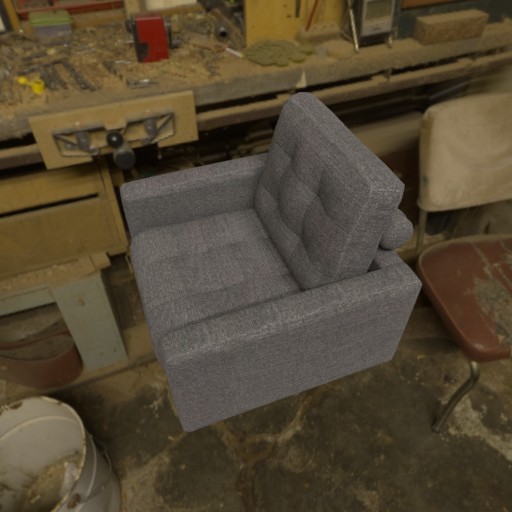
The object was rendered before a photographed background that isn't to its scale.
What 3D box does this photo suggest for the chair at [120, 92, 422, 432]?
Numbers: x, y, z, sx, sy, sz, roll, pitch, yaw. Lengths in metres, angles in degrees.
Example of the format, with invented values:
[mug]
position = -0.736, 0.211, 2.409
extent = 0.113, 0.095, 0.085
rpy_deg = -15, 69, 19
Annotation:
[chair]
position = 0.000, 0.000, 1.577
extent = 0.843, 0.880, 0.821
rpy_deg = -15, 47, -14
